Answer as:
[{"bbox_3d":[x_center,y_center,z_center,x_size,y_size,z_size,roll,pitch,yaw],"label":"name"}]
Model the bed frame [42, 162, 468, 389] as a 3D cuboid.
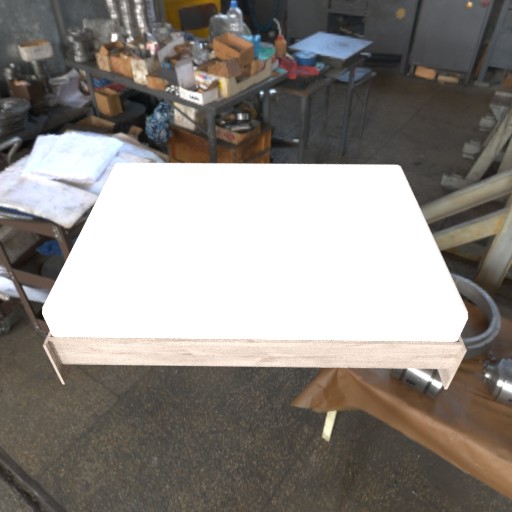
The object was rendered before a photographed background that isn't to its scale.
[{"bbox_3d":[0.000,0.000,2.623,1.945,0.497,1.445,1,41,1],"label":"bed frame"}]
